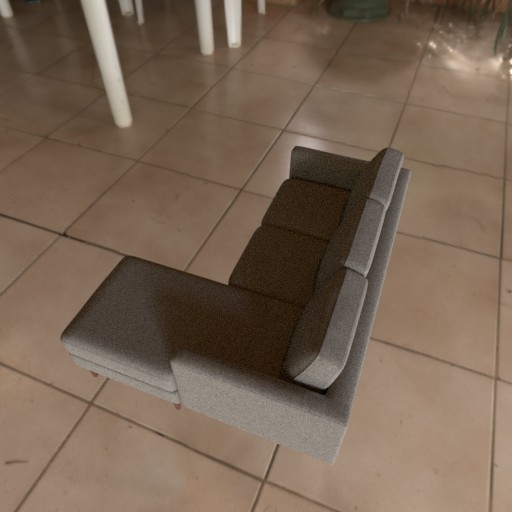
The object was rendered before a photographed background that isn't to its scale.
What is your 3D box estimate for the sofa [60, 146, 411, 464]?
[{"bbox_3d":[0.000,0.000,2.977,1.667,0.957,2.055,16,49,14],"label":"sofa"}]
